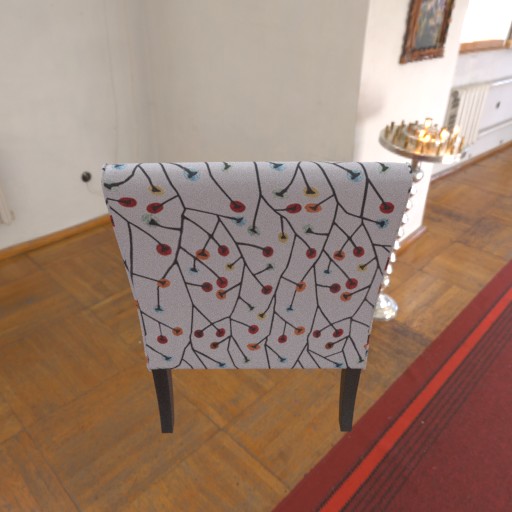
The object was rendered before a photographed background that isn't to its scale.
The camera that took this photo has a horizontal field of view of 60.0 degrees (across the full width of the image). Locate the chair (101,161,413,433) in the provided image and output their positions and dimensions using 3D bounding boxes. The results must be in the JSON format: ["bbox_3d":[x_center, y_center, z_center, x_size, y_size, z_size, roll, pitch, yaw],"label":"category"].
[{"bbox_3d":[0.000,0.000,1.311,0.597,0.813,0.732,0,32,-1],"label":"chair"}]
